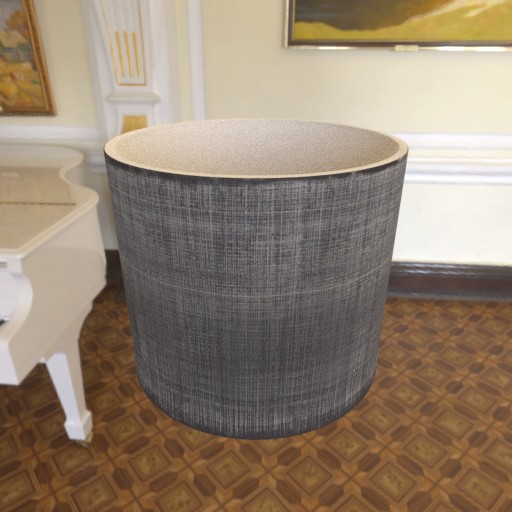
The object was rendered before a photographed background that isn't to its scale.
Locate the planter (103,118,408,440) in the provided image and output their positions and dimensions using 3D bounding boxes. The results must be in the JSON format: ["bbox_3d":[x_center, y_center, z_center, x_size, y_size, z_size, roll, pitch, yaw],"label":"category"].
[{"bbox_3d":[0.000,0.000,0.304,0.178,0.157,0.178,0,25,0],"label":"planter"}]
